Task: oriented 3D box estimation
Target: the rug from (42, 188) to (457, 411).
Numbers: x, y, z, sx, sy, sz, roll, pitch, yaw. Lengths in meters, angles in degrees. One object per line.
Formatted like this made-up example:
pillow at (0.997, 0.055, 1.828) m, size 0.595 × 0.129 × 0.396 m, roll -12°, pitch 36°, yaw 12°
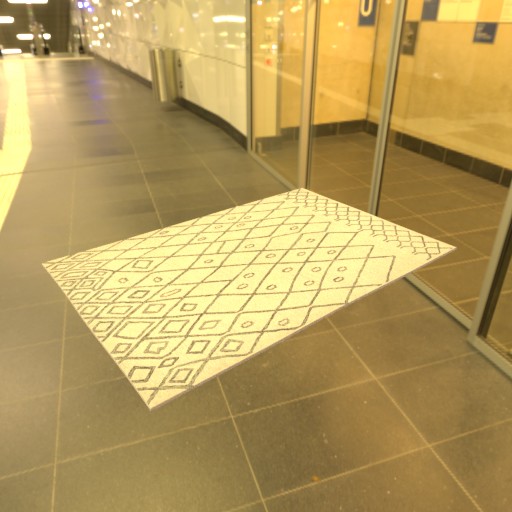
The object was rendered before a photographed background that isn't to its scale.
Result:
rug at (0.000, 0.000, 2.341) m, size 1.828 × 0.015 × 1.222 m, roll -21°, pitch 35°, yaw -33°
